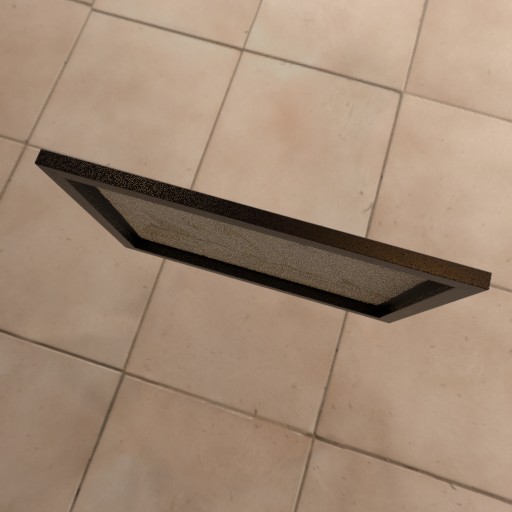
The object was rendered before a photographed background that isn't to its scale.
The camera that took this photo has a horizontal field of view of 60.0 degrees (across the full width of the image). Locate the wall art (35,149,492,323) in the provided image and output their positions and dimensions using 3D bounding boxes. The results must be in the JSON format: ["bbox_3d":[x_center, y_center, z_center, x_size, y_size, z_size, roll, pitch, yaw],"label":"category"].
[{"bbox_3d":[0.000,0.000,0.840,0.657,0.458,0.027,16,76,4],"label":"wall art"}]
